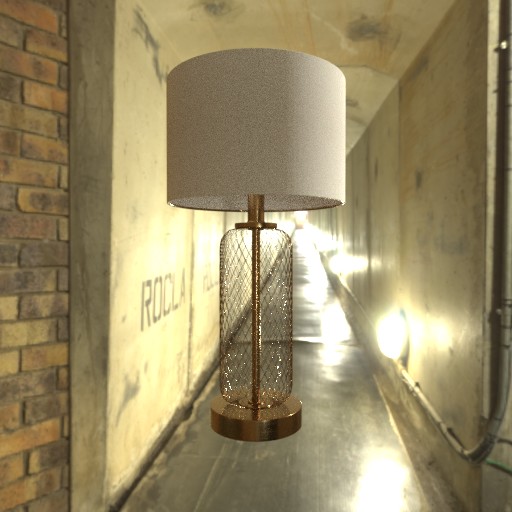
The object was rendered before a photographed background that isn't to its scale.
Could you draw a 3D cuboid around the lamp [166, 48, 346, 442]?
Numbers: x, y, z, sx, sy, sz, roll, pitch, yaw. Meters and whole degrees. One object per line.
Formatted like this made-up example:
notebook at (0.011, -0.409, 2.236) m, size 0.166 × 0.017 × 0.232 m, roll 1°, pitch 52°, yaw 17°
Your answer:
lamp at (0.000, 0.000, 0.639) m, size 0.252 × 0.483 × 0.252 m, roll 1°, pitch 1°, yaw 38°
